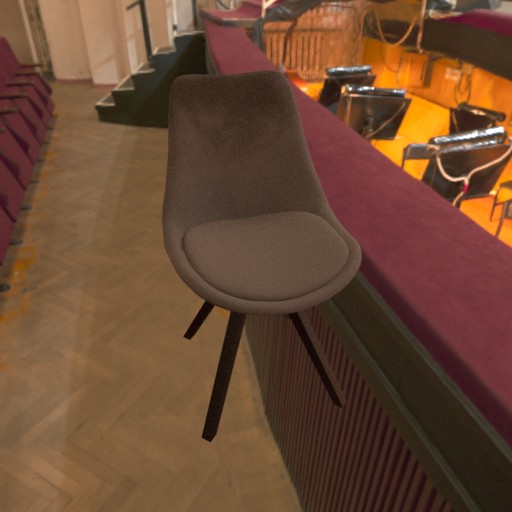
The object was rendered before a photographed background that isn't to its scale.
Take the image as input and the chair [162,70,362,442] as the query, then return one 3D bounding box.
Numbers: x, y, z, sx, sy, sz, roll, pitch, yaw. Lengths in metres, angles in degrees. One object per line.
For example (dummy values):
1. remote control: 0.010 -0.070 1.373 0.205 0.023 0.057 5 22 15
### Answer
1. chair: 0.000 0.000 1.204 0.476 0.850 0.550 -9 34 -14
